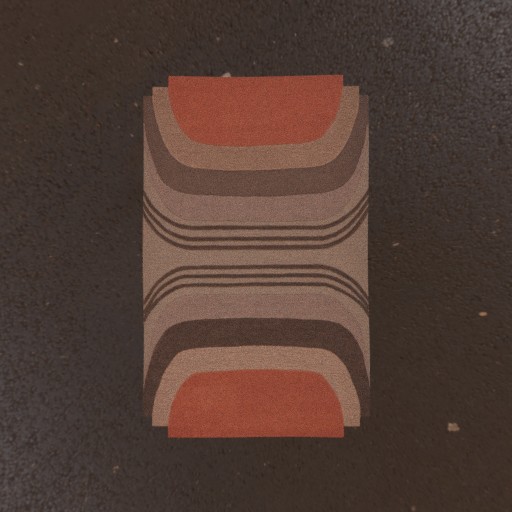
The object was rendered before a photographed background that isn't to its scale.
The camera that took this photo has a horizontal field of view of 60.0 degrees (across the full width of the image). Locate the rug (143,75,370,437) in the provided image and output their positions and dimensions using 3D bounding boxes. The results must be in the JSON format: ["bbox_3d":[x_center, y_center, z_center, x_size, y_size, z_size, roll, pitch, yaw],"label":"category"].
[{"bbox_3d":[0.000,0.000,2.990,1.530,0.017,2.446,0,90,0],"label":"rug"}]
